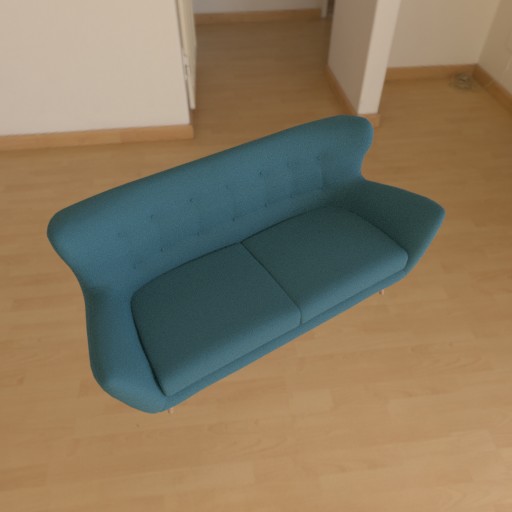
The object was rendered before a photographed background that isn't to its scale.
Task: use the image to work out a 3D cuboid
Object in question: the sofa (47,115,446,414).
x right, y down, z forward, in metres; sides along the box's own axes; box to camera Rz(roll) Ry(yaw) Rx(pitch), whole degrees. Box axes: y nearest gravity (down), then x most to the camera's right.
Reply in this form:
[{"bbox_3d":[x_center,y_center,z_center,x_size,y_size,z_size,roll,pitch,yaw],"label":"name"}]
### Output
[{"bbox_3d":[0.000,0.000,2.398,1.930,0.890,0.889,-24,51,-22],"label":"sofa"}]
